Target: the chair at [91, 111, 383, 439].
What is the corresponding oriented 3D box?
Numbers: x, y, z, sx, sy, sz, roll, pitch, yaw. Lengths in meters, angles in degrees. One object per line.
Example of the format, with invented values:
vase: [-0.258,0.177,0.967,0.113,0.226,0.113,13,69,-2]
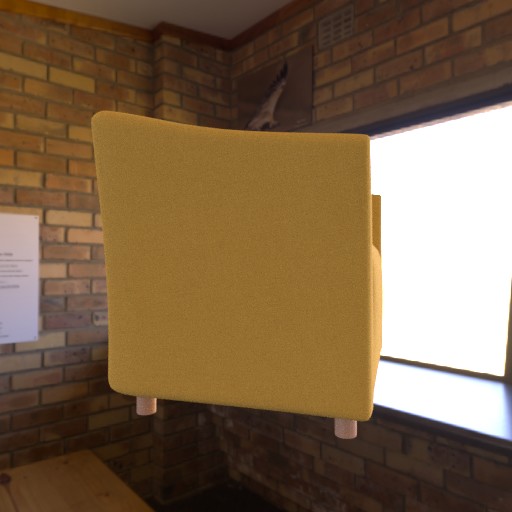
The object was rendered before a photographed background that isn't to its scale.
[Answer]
chair: [0.000,0.000,1.285,0.700,0.720,0.790,0,-1,17]
